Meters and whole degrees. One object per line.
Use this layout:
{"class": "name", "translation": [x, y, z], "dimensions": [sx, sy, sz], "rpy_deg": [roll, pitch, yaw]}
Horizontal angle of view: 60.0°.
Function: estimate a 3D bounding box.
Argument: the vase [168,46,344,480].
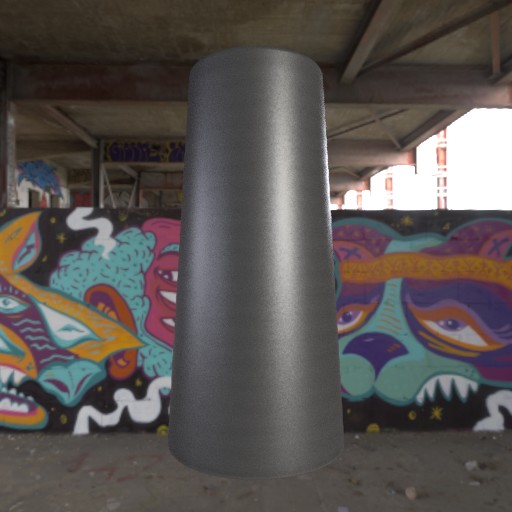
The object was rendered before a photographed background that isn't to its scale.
{"class": "vase", "translation": [0.000, 0.000, 0.354], "dimensions": [0.136, 0.289, 0.136], "rpy_deg": [0, -1, 19]}
